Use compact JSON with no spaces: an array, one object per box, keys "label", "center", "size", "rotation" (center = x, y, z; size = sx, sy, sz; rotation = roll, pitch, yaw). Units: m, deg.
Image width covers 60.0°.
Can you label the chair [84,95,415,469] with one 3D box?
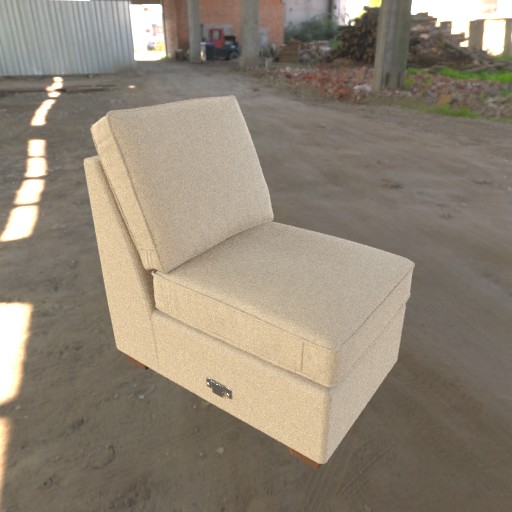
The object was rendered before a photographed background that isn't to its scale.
[{"label":"chair","center":[0.000,0.000,1.525],"size":[0.938,0.970,0.621],"rotation":[18,31,32]}]
